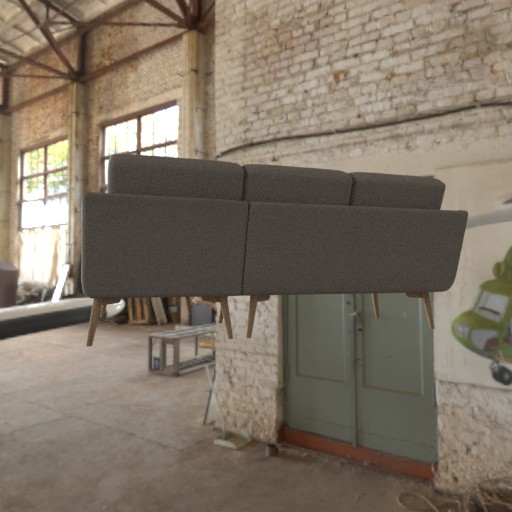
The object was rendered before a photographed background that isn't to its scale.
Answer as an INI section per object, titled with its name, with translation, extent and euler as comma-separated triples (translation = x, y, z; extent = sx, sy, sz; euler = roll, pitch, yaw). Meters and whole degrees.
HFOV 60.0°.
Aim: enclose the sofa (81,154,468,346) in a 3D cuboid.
[sofa]
translation = 0.000, 0.000, 2.835
extent = 2.040, 0.860, 1.530
euler = 1, -2, -18
